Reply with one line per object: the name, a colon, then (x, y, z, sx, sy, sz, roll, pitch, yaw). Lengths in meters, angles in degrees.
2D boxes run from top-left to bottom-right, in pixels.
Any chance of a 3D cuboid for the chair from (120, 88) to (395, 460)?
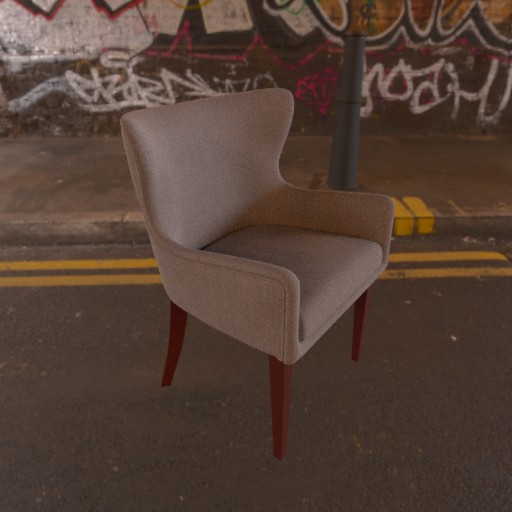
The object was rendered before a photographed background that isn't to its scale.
chair: (0.000, 0.000, 1.447, 0.677, 0.948, 0.732, 18, 33, 31)
